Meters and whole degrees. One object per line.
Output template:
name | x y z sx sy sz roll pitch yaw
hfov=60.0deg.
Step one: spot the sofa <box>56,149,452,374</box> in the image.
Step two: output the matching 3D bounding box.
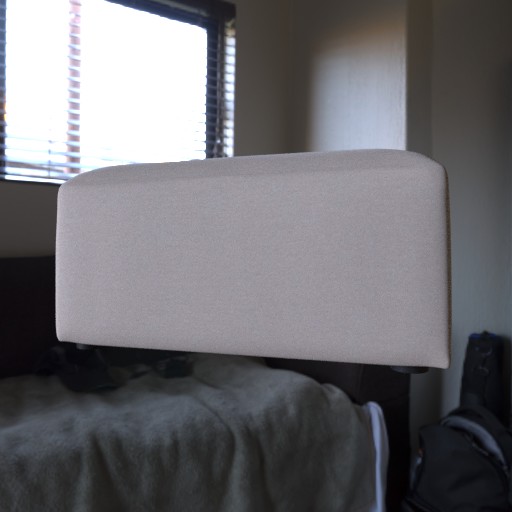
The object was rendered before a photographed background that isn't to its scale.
sofa | 0.000 0.000 1.204 0.930 0.470 0.480 0 0 17
